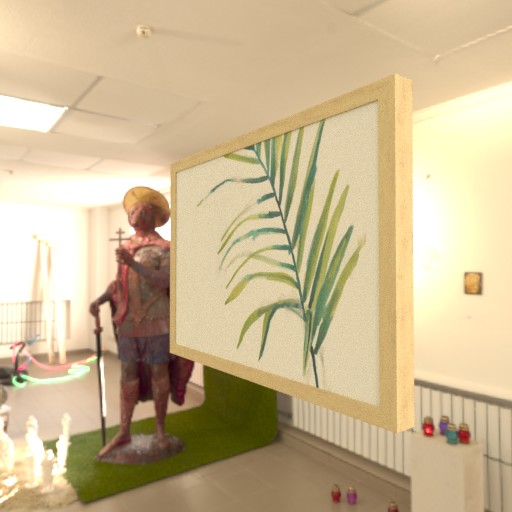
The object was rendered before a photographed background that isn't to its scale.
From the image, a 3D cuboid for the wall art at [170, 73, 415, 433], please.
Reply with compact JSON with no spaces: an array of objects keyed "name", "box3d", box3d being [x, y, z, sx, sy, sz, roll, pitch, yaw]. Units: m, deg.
[{"name":"wall art","box3d":[0.000,0.000,0.689,0.032,0.380,0.532,1,-1,-37]}]
